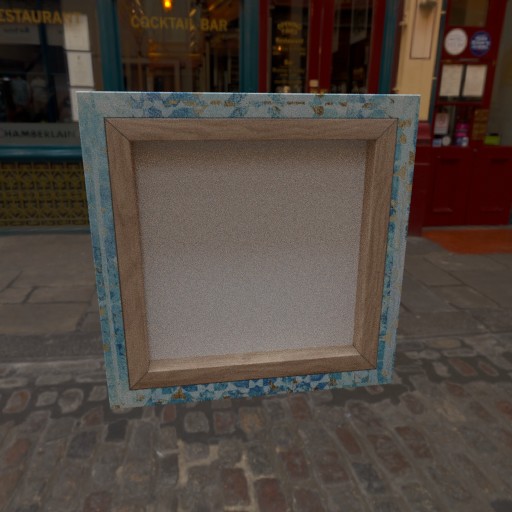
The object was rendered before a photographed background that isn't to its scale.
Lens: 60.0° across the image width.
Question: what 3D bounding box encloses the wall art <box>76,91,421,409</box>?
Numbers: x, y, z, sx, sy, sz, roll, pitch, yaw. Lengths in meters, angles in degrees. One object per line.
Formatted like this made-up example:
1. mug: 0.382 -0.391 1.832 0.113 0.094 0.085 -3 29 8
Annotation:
1. wall art: 0.000 0.000 0.590 0.405 0.405 0.037 -3 17 -9
